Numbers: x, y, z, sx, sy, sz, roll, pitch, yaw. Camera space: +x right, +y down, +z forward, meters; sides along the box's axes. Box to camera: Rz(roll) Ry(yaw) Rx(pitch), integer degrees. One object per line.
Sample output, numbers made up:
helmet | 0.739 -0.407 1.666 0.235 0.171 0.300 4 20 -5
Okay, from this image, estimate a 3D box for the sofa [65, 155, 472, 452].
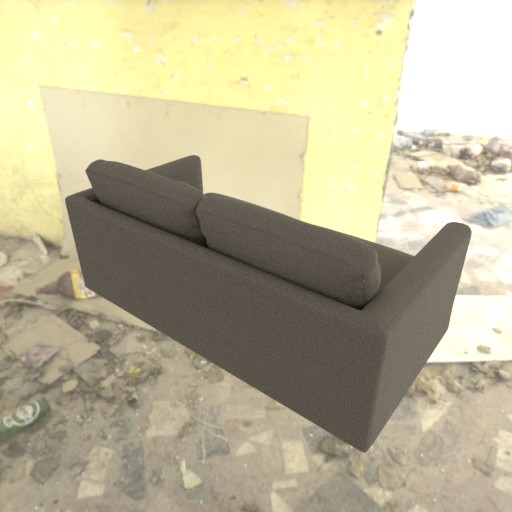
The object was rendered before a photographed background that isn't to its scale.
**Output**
sofa | 0.000 0.000 2.169 1.713 0.866 0.940 22 37 33
